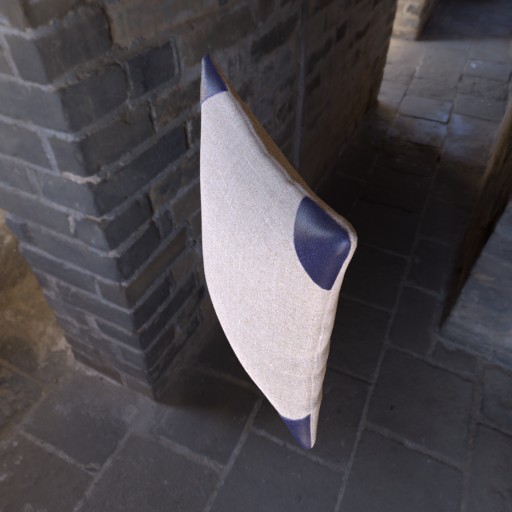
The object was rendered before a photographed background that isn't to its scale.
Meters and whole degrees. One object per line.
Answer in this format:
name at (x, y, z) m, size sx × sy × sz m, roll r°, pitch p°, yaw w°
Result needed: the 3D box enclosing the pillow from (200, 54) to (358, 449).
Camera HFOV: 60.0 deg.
pillow at (0.000, 0.000, 0.670) m, size 0.147 × 0.441 × 0.440 m, roll -16°, pitch 47°, yaw -15°
